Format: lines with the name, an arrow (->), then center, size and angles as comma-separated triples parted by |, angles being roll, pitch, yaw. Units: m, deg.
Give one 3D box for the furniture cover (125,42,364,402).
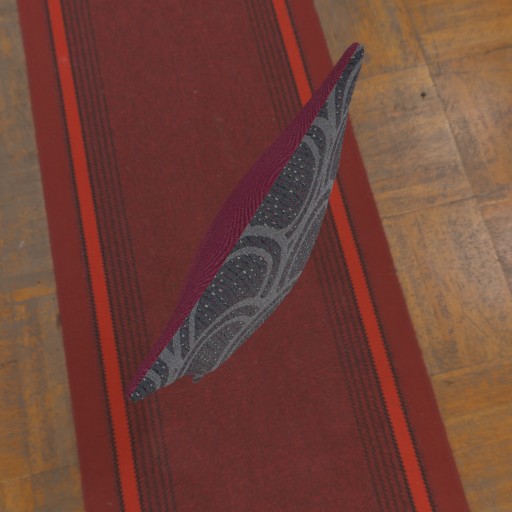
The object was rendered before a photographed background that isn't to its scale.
furniture cover -> 0.000, 0.000, 0.764 | 0.163, 0.513, 0.514 | 31, 78, 7
